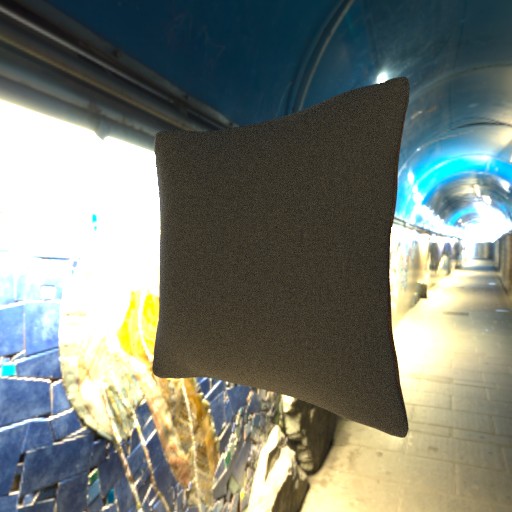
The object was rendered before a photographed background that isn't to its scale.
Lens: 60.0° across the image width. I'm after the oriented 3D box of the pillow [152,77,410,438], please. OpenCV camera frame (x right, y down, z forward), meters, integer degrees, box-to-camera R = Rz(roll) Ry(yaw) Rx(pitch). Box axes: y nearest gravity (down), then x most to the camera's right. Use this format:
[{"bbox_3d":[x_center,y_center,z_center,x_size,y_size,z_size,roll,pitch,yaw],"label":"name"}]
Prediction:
[{"bbox_3d":[0.000,0.000,0.634,0.437,0.419,0.136,1,1,36],"label":"pillow"}]
